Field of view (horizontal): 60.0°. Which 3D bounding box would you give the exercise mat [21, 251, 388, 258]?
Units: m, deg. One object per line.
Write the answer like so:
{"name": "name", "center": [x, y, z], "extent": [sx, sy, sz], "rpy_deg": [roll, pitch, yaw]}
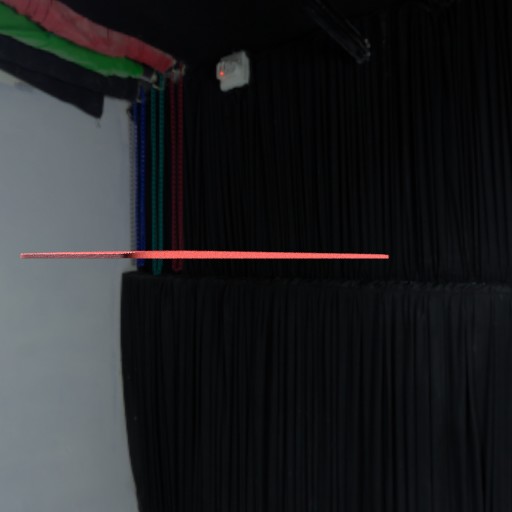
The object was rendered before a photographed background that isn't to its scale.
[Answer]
{"name": "exercise mat", "center": [0.000, 0.000, 2.022], "extent": [0.616, 0.021, 1.869], "rpy_deg": [0, 0, 36]}
